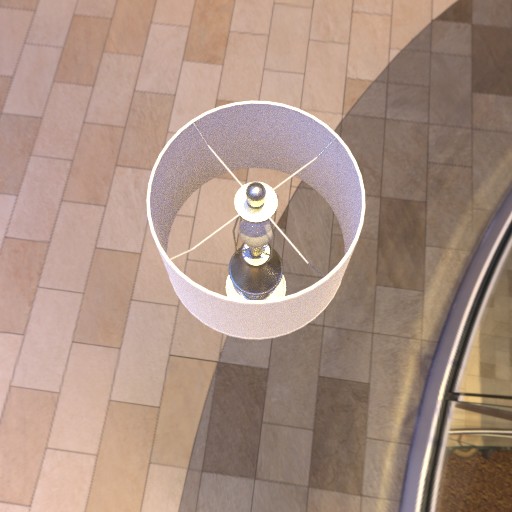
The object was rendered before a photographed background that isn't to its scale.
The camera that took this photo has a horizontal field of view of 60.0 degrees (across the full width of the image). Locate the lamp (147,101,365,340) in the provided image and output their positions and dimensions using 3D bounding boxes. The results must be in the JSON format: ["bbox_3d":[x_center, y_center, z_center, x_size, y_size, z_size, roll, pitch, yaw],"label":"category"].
[{"bbox_3d":[0.000,0.000,1.000,0.383,0.733,0.383,0,74,0],"label":"lamp"}]
